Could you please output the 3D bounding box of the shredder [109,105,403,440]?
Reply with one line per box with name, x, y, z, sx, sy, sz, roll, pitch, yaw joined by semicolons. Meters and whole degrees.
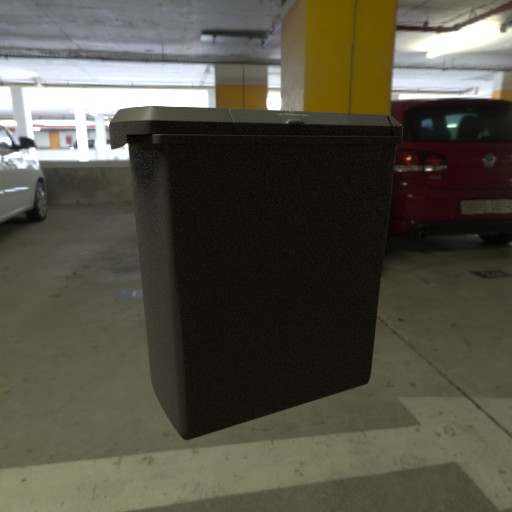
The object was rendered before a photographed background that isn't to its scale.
shredder;0.000;0.000;0.534;0.320;0.335;0.170;-7;16;-27
